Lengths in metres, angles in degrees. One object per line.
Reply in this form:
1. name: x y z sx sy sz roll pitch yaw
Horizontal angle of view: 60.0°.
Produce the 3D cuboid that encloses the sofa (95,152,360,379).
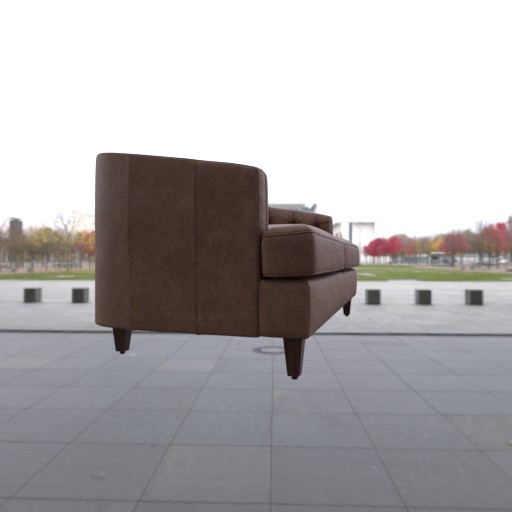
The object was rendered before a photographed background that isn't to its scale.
1. sofa: 0.000 0.000 2.272 0.914 0.786 1.755 0 0 17
